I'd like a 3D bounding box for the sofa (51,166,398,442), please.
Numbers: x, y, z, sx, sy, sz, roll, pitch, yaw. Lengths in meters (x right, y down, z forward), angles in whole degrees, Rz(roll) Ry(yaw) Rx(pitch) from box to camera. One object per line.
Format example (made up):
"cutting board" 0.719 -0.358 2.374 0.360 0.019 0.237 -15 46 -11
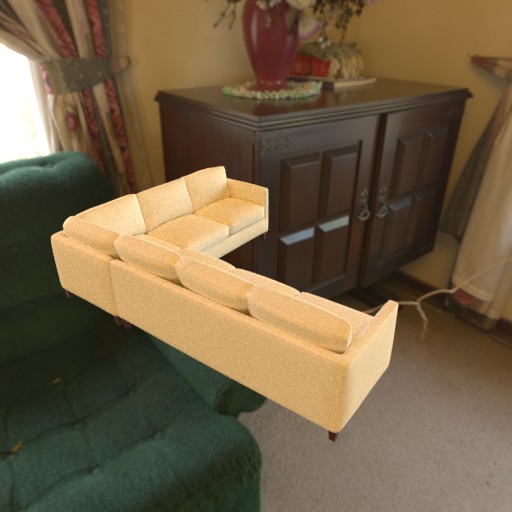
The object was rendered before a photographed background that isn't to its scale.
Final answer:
"sofa" 0.000 0.000 4.600 3.302 0.947 2.593 19 32 32
